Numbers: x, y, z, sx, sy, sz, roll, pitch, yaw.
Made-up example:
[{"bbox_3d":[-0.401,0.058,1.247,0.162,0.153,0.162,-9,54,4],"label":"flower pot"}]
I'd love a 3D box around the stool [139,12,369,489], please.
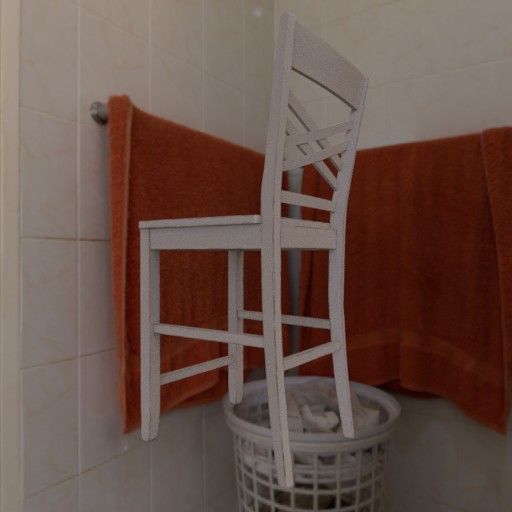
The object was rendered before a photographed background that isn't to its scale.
[{"bbox_3d":[0.000,0.000,1.306,0.539,1.079,0.462,0,0,36],"label":"stool"}]
